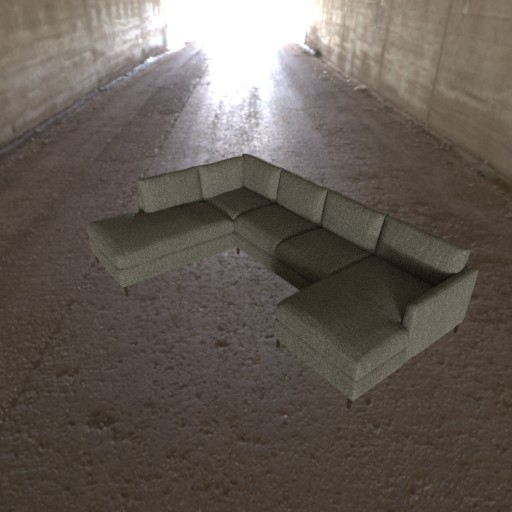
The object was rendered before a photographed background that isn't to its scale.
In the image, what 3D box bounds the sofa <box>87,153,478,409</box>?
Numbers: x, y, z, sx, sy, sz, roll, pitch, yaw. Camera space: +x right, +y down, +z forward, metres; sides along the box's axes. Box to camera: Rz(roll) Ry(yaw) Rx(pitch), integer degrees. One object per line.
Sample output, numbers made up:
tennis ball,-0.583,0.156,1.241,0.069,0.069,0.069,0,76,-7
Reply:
sofa,0.000,0.000,3.601,1.879,0.756,2.737,-21,37,-31
